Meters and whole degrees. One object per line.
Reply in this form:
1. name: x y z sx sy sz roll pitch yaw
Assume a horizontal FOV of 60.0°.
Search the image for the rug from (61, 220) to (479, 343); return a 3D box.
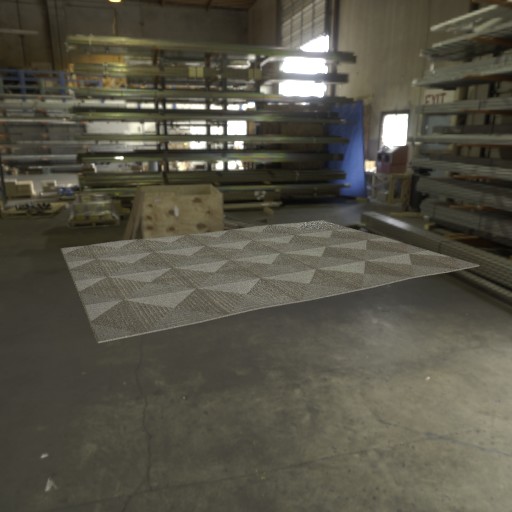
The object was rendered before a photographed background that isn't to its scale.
1. rug: 0.000 0.000 4.331 3.333 0.027 2.428 -8 17 -27
